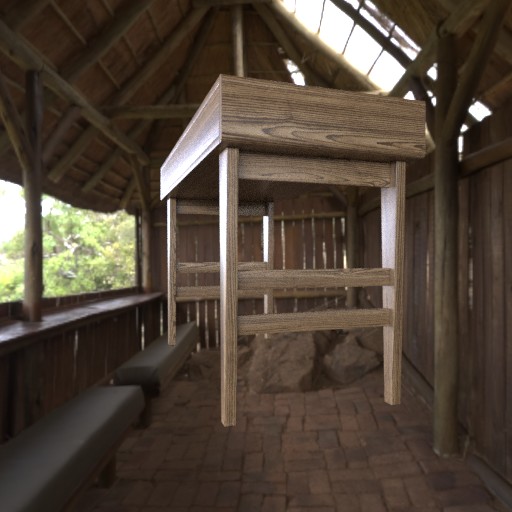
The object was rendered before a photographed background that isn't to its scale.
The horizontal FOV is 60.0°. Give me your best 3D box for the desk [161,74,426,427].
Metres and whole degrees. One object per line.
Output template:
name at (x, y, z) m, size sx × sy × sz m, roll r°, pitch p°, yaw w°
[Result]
desk at (0.000, 0.000, 1.491) m, size 0.508 × 0.755 × 1.067 m, roll 0°, pitch 0°, yaw -19°
